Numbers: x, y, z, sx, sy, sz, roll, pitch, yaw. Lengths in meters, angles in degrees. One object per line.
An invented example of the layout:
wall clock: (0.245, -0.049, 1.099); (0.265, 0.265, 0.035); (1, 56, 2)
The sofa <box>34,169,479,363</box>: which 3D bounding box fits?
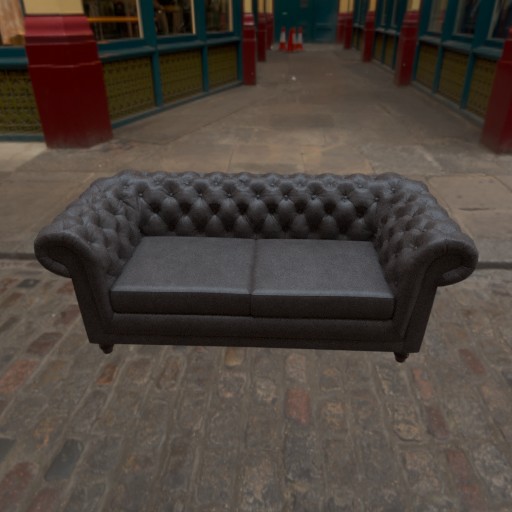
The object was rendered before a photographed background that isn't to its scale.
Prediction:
sofa: (0.000, 0.000, 2.537); (2.048, 0.779, 0.944); (1, 29, 2)
